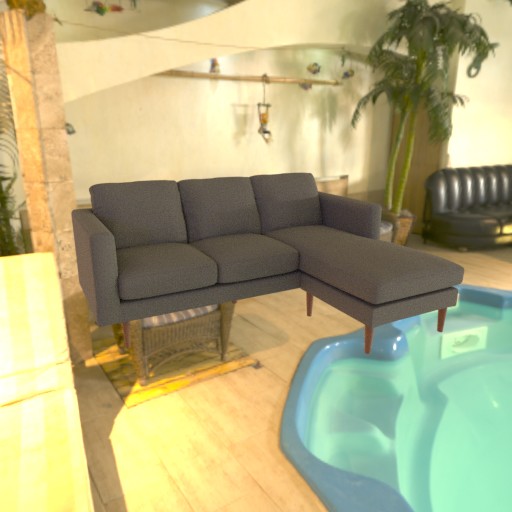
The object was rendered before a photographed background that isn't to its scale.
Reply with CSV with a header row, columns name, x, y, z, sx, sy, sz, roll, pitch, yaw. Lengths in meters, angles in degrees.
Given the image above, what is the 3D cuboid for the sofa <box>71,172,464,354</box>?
name,x,y,z,sx,sy,sz,roll,pitch,yaw
sofa,0.000,0.000,2.877,2.031,0.897,1.591,-8,18,-27
